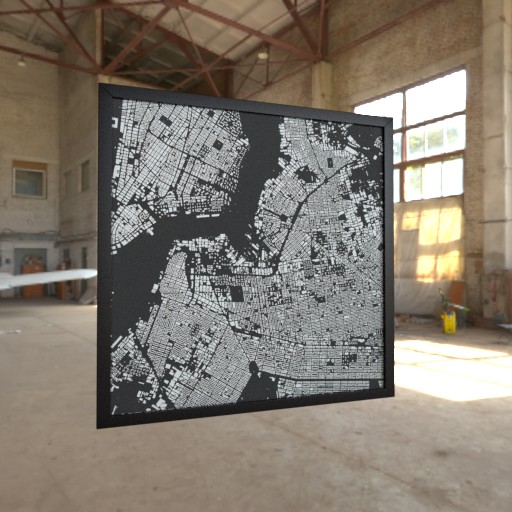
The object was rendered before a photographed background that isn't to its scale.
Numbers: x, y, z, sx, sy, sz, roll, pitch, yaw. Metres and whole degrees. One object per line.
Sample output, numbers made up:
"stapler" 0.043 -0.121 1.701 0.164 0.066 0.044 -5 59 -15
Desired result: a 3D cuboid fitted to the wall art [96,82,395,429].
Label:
"wall art" 0.000 0.000 0.445 0.299 0.299 0.037 0 -1 -18
